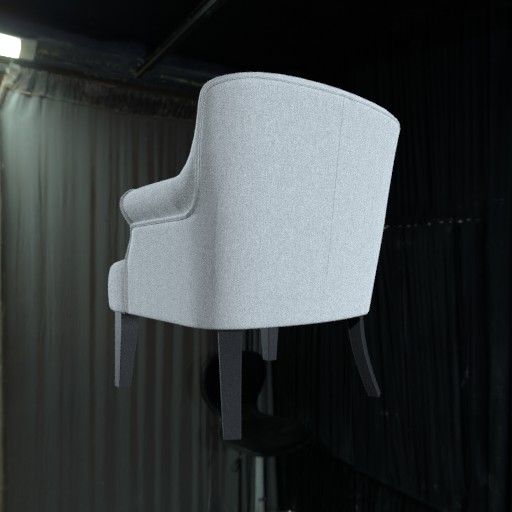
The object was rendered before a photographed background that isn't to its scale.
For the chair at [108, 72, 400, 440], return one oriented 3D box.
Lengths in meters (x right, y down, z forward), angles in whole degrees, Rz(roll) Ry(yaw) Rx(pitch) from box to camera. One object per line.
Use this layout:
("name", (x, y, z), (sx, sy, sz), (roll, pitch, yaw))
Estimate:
("chair", (0.000, 0.000, 1.438), (0.781, 0.875, 0.750), (0, 0, -38))
